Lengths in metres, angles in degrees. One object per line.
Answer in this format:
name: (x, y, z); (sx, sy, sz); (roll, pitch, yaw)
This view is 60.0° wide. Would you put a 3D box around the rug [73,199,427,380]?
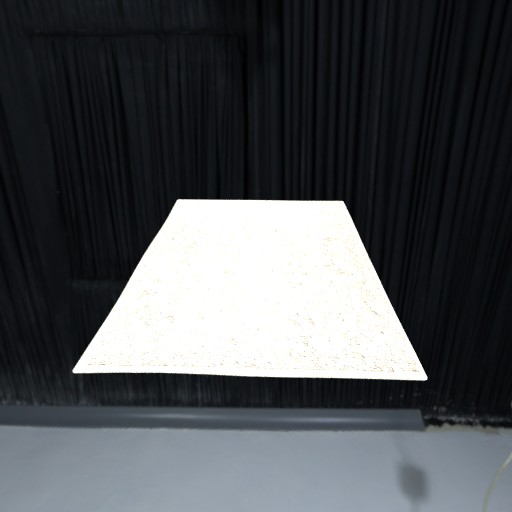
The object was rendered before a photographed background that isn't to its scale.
rug: (0.000, 0.000, 2.997); (1.529, 0.012, 2.435); (1, 25, 2)
